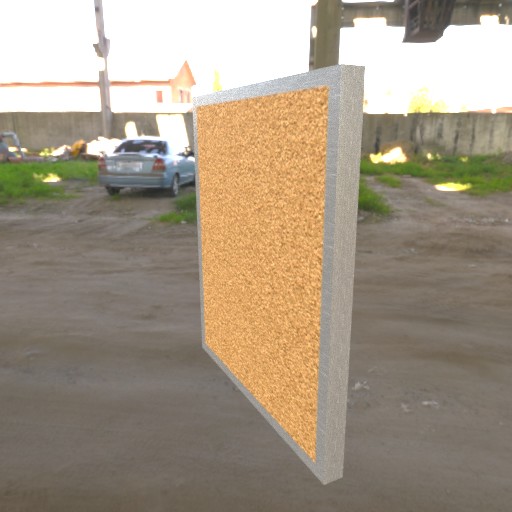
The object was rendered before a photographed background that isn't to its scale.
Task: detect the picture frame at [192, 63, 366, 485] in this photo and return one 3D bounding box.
[{"bbox_3d":[0.000,0.000,0.525,0.027,0.378,0.327,-8,17,-27],"label":"picture frame"}]
